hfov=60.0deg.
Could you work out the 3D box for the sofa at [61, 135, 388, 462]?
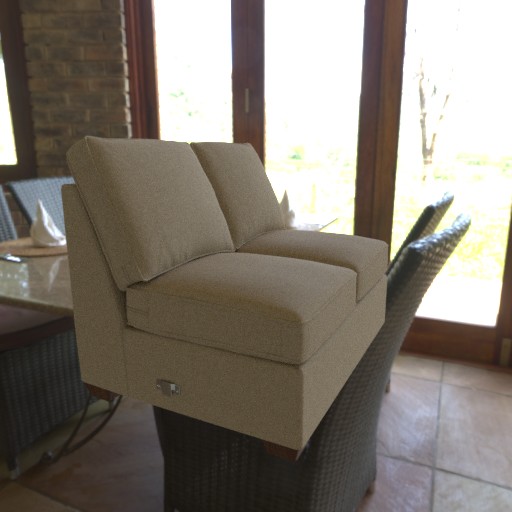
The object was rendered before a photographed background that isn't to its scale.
[{"bbox_3d":[0.000,0.000,1.970,0.951,1.008,1.237,7,15,27],"label":"sofa"}]
